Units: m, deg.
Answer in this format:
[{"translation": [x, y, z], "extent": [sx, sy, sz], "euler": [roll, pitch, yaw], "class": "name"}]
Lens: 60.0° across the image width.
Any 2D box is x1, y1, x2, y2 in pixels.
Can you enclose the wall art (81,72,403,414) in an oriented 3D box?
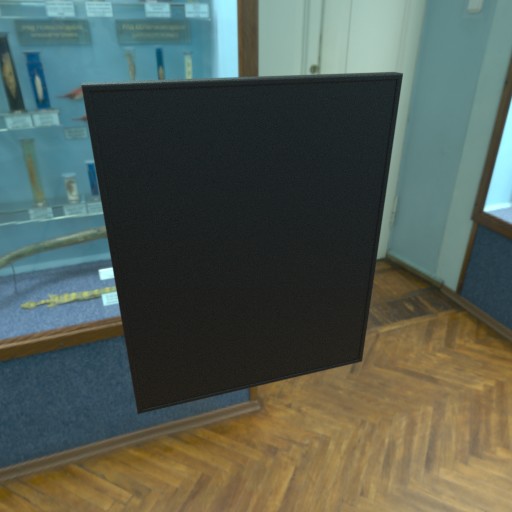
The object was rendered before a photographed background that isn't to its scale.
[{"translation": [0.000, 0.000, 0.734], "extent": [0.451, 0.551, 0.028], "euler": [-9, 29, -16], "class": "wall art"}]
